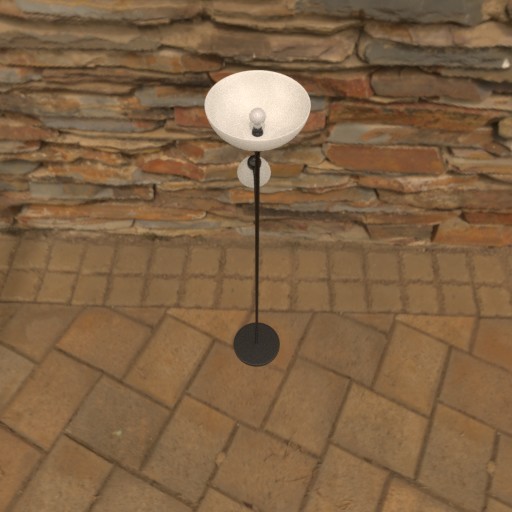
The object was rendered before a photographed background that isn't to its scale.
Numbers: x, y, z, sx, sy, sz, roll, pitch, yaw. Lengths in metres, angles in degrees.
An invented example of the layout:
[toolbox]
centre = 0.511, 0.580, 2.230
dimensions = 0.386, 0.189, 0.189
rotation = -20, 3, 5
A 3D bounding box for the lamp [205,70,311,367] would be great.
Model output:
[lamp]
centre = 0.000, 0.000, 1.955
dimensions = 0.279, 1.804, 0.442
rotation = -2, 59, -1
